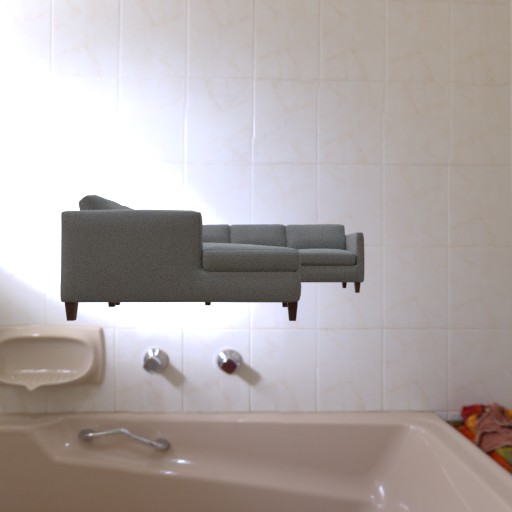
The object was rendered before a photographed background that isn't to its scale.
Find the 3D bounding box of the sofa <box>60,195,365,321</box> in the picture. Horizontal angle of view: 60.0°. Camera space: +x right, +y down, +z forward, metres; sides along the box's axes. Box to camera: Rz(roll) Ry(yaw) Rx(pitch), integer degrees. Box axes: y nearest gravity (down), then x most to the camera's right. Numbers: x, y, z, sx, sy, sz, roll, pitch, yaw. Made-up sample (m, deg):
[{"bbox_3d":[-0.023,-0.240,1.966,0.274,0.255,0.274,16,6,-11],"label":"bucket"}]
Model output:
[{"bbox_3d":[0.000,0.000,4.434,2.551,0.853,3.238,0,0,0],"label":"sofa"}]
